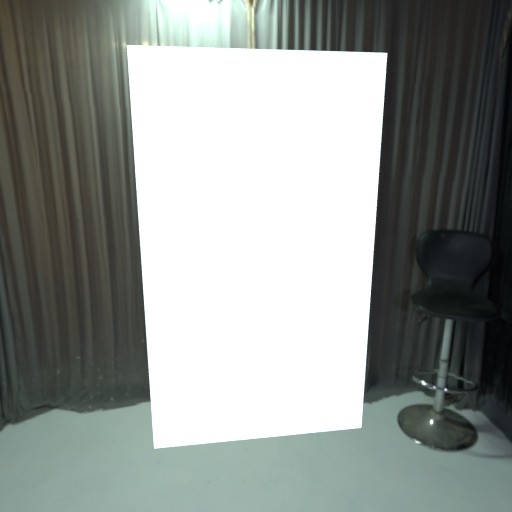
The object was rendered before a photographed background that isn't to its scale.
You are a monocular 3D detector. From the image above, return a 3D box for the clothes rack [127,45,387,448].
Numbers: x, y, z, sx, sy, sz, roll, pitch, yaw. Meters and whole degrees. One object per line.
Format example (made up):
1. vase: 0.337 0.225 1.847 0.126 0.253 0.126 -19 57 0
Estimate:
1. clothes rack: 0.000 0.000 1.542 0.750 1.280 0.250 -2 15 -8
